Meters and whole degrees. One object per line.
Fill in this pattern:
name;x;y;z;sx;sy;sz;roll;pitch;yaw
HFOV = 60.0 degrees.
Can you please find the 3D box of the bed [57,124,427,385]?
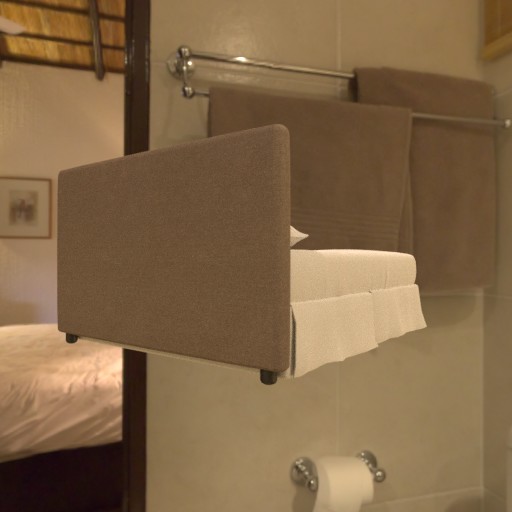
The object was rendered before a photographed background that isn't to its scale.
bed;0.000;0.000;3.674;2.119;1.317;2.341;0;0;37
